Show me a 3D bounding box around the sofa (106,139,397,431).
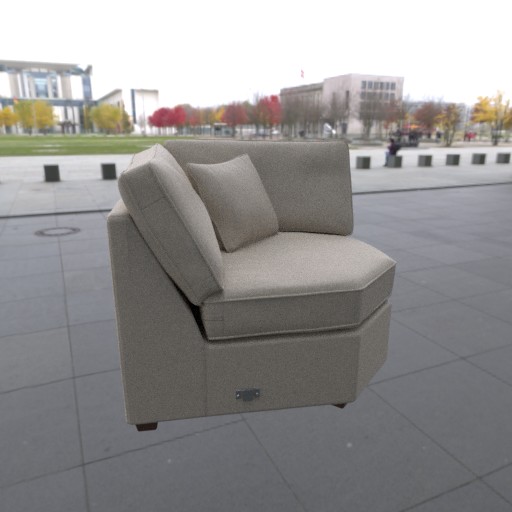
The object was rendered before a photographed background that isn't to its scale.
[{"bbox_3d":[0.000,0.000,1.858,1.042,0.937,1.050,-3,16,-9],"label":"sofa"}]
